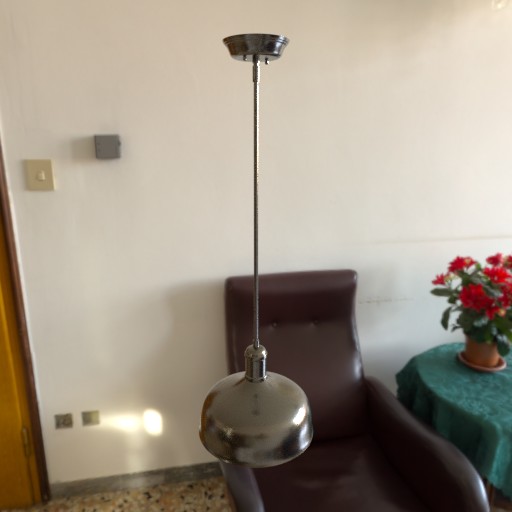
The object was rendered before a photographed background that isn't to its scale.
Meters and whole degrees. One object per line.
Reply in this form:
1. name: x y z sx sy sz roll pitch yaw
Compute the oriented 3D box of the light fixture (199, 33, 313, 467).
1. light fixture: 0.000 0.000 1.052 0.299 0.935 0.299 14 20 42
